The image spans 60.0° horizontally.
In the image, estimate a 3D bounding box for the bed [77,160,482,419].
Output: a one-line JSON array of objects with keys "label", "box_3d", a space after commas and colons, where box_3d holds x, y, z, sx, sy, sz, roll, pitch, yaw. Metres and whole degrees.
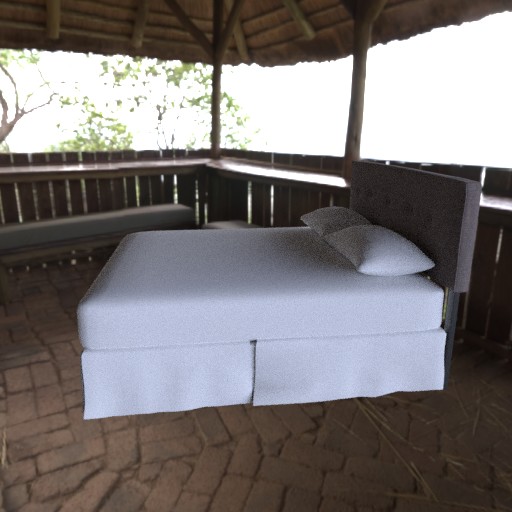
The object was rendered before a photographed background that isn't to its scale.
[{"label": "bed", "box_3d": [0.000, 0.000, 2.798, 1.894, 1.089, 1.610, -2, 16, -7]}]
